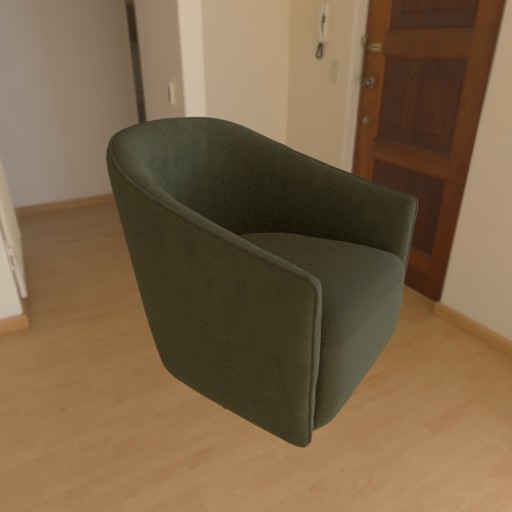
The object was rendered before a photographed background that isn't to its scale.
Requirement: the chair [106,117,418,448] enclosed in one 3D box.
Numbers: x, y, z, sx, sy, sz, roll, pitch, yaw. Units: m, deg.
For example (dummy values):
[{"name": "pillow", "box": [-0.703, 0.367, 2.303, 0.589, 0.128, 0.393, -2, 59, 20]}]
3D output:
[{"name": "chair", "box": [0.000, 0.000, 1.464, 0.875, 0.799, 0.747, 17, 31, 31]}]
